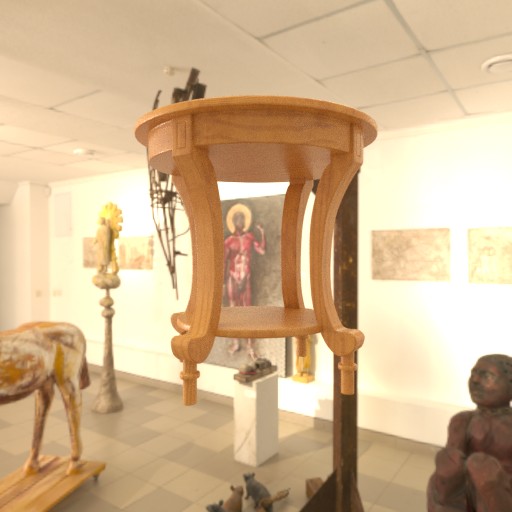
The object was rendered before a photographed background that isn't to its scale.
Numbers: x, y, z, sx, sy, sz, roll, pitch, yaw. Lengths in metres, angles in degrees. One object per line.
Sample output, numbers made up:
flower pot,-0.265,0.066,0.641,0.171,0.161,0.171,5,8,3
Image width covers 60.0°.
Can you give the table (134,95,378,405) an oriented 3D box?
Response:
table,0.000,0.000,1.131,0.597,0.612,0.597,0,1,0
